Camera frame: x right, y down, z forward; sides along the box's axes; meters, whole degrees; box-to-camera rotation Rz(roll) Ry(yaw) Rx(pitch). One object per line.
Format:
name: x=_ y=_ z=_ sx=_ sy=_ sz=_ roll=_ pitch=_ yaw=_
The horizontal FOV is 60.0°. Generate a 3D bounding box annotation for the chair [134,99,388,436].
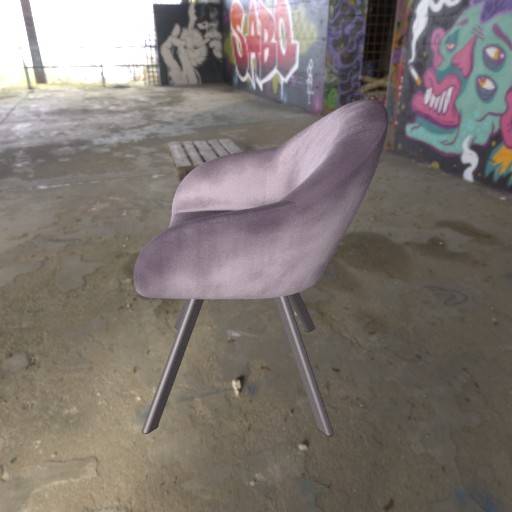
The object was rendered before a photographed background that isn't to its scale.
chair: x=0.000 y=0.000 z=1.192 sx=0.590 sy=0.795 sz=0.550 roll=0 pitch=26 yaw=1
